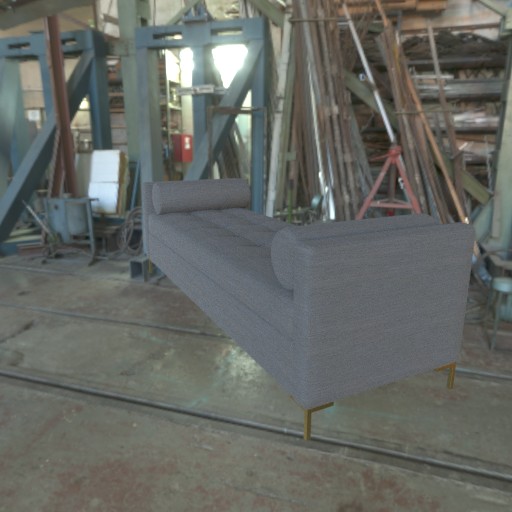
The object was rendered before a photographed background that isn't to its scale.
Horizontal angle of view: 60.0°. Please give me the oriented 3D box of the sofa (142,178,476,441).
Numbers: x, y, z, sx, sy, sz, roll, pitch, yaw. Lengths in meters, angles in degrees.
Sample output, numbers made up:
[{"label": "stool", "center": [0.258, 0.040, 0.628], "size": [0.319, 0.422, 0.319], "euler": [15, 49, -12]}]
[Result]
[{"label": "sofa", "center": [0.000, 0.000, 2.280], "size": [0.686, 0.635, 1.981], "euler": [-8, 17, -26]}]
